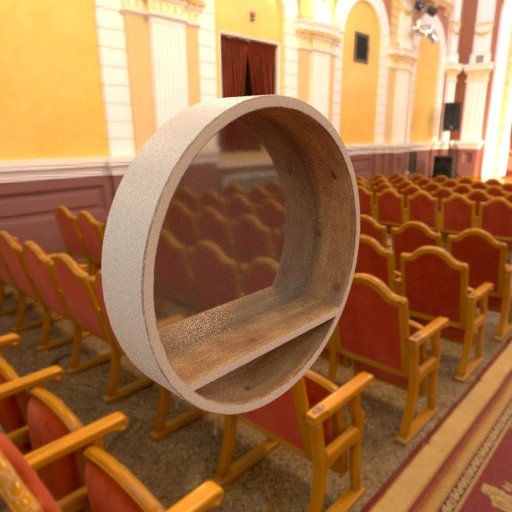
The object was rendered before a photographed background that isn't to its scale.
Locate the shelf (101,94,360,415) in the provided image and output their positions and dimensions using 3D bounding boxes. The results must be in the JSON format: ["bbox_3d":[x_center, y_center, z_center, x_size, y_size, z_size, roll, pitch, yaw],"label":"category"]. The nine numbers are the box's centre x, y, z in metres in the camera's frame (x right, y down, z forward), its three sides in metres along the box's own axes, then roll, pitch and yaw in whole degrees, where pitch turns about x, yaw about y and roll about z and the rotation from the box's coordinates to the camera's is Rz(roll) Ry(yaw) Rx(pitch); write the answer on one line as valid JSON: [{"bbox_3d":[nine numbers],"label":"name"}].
[{"bbox_3d":[0.000,0.000,1.188,0.158,0.807,0.806,14,21,41],"label":"shelf"}]
